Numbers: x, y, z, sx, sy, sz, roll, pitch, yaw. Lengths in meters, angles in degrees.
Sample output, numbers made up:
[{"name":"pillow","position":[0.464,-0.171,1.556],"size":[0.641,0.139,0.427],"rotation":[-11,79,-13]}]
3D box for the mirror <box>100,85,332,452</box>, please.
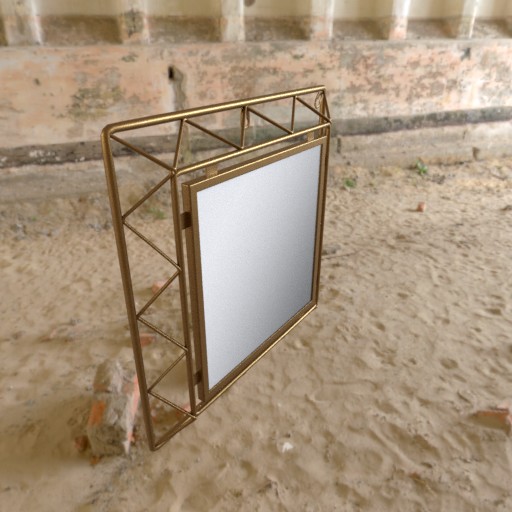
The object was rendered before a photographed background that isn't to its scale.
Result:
[{"name":"mirror","position":[0.000,0.000,0.618],"size":[0.046,0.414,0.416],"rotation":[18,32,31]}]
